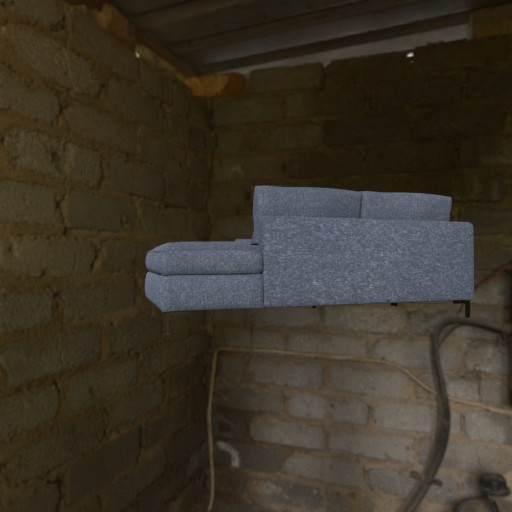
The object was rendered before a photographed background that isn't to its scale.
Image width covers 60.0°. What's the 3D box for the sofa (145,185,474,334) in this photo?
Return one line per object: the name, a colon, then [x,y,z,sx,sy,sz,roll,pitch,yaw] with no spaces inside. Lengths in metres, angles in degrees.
sofa: [0.000,0.000,3.900,2.007,0.815,2.949,0,0,-18]
